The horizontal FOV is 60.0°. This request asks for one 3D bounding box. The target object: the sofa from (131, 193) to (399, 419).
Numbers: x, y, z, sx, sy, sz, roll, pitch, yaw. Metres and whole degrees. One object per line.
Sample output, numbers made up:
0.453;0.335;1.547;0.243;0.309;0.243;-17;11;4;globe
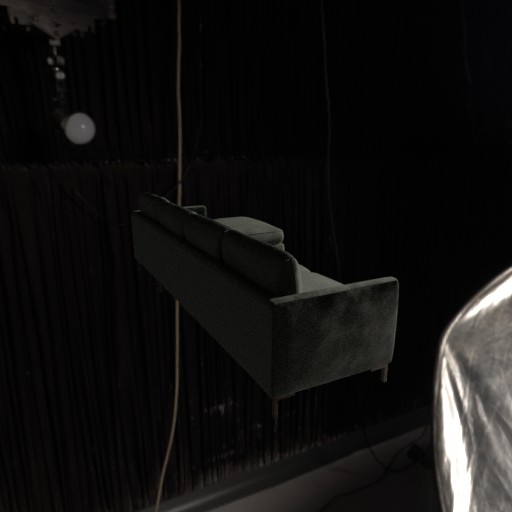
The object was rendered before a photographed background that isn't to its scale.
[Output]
0.000;0.000;3.338;1.255;0.756;2.725;-8;17;-27;sofa
